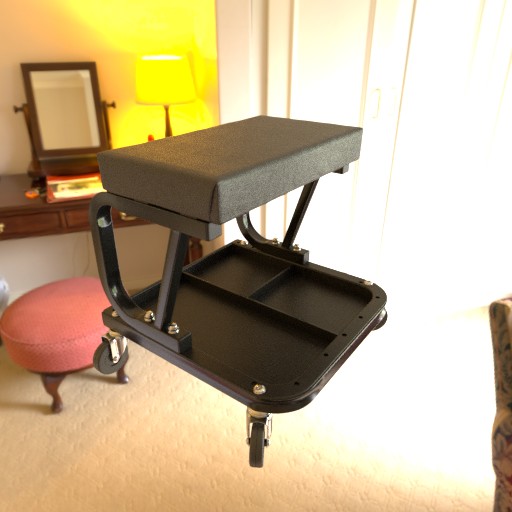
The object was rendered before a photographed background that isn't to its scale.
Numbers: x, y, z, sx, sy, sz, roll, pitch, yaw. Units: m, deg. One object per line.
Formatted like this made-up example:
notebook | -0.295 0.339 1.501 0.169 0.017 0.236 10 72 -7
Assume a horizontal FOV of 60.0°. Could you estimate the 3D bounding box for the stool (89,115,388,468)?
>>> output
stool | 0.000 0.000 0.727 0.371 0.380 0.446 19 32 32
